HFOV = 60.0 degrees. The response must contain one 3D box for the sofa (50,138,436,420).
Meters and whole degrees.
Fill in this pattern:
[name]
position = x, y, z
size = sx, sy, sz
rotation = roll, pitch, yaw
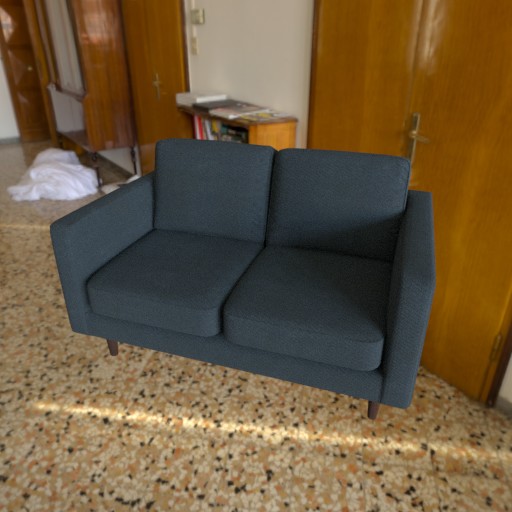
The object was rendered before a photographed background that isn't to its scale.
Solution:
[sofa]
position = 0.000, 0.000, 2.111
size = 1.518, 0.930, 0.999
rotation = 9, 28, 17
